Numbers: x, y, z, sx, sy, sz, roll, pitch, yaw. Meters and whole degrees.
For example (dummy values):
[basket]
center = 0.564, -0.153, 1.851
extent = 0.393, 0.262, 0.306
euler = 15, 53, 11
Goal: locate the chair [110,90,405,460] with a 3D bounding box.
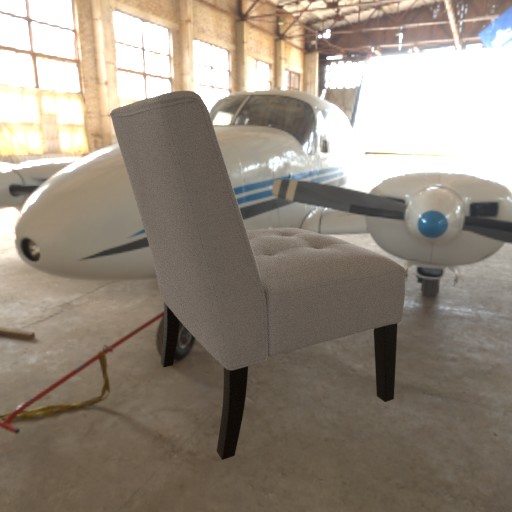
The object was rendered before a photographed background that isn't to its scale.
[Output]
[chair]
center = 0.000, 0.000, 1.302
extent = 0.676, 0.853, 0.569
euler = -8, 17, -26
